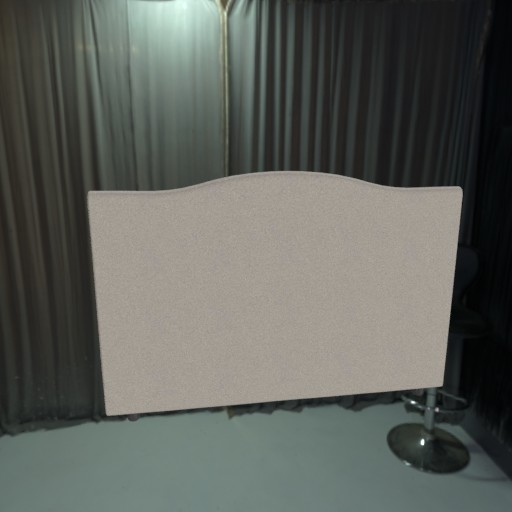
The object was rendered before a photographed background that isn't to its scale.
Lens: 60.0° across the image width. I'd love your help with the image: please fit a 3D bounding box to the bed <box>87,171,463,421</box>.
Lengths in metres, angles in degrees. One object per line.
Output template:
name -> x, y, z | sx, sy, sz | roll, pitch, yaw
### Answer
bed -> 0.000, 0.000, 3.569 | 2.083, 1.421, 2.182 | -2, 13, -9
